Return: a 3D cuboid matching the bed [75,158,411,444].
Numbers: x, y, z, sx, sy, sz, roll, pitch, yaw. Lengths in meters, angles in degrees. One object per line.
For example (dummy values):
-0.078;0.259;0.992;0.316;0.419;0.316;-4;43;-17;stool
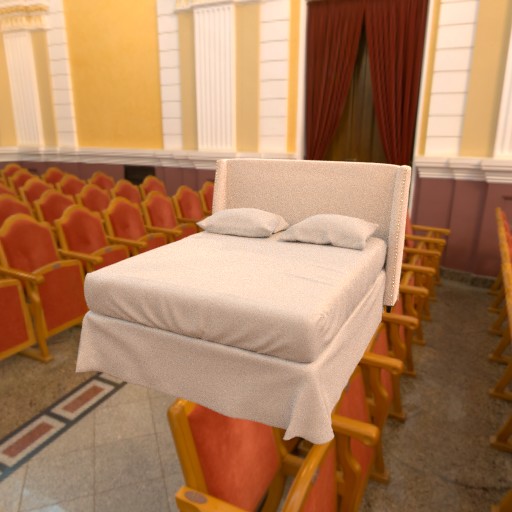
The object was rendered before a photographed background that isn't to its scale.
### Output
0.000;0.000;3.479;1.925;1.332;2.276;8;18;25;bed
